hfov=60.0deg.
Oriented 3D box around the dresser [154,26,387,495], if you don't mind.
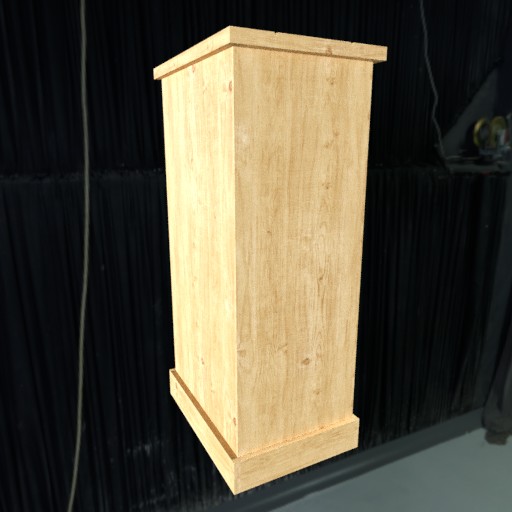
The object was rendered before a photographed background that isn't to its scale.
[{"bbox_3d":[0.000,0.000,1.264,0.390,1.041,0.531,-7,16,-27],"label":"dresser"}]
